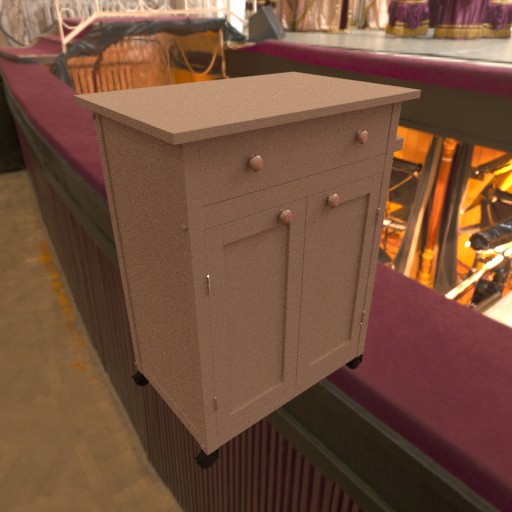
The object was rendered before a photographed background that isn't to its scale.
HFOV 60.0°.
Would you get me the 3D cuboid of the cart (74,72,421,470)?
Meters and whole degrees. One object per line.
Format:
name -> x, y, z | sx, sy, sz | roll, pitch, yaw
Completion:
cart -> 0.000, 0.000, 1.230 | 0.683, 0.864, 0.442 | -21, 36, -33
